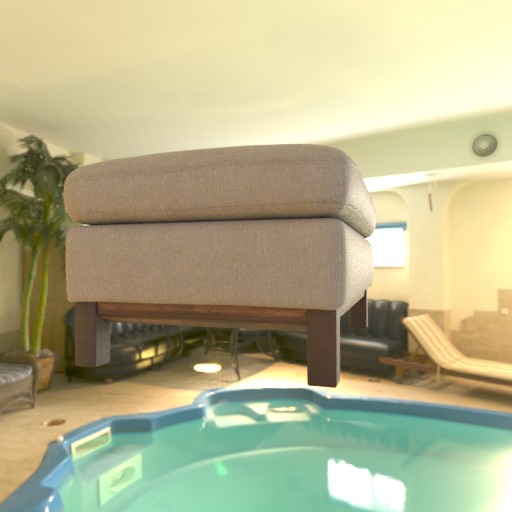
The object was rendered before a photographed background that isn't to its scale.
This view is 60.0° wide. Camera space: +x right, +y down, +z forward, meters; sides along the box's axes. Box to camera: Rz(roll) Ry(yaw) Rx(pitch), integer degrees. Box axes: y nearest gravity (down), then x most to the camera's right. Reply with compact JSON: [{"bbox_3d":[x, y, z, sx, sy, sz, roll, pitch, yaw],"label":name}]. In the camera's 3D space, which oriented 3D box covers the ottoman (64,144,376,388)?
[{"bbox_3d":[0.000,0.000,1.046,0.528,0.404,0.735,0,-1,18],"label":"ottoman"}]
